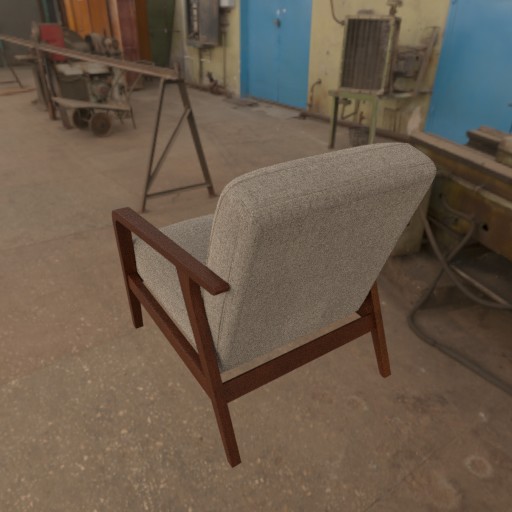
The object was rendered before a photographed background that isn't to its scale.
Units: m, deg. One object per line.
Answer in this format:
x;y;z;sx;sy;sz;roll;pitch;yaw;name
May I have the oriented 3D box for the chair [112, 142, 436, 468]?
0.000;0.000;1.491;0.704;0.847;0.858;-18;34;-29;chair
